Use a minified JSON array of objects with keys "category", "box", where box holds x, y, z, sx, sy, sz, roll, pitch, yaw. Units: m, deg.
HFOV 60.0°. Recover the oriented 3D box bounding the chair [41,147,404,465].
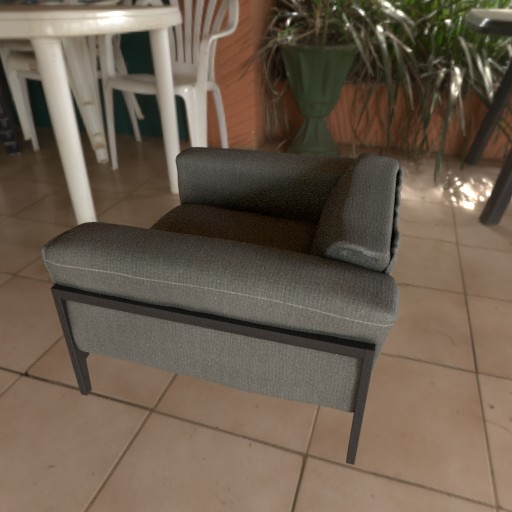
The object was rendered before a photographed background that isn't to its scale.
[{"category":"chair","box":[0.000,0.000,1.631,0.969,0.646,1.056,9,32,14]}]
